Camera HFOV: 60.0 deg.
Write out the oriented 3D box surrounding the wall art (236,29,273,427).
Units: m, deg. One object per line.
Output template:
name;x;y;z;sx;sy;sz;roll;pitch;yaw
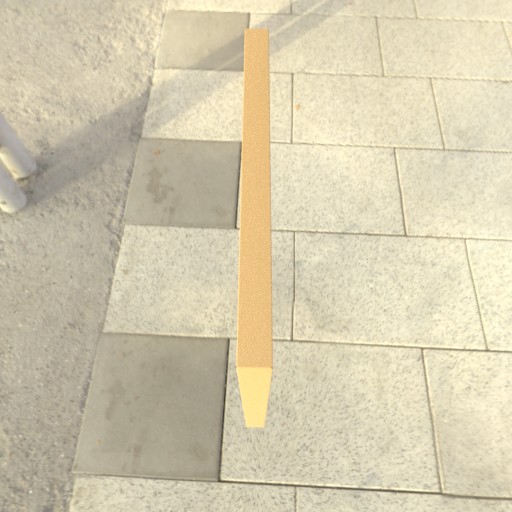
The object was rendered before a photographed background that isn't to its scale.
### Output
wall art;0.000;0.000;0.777;0.036;0.509;0.509;0;63;0
